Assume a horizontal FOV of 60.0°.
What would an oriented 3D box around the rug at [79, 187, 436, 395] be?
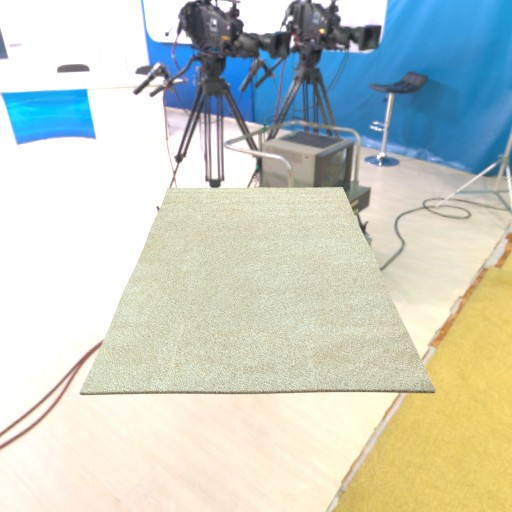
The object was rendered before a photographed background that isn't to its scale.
[{"bbox_3d":[0.000,0.000,3.397,1.800,0.025,2.699,0,31,0],"label":"rug"}]
